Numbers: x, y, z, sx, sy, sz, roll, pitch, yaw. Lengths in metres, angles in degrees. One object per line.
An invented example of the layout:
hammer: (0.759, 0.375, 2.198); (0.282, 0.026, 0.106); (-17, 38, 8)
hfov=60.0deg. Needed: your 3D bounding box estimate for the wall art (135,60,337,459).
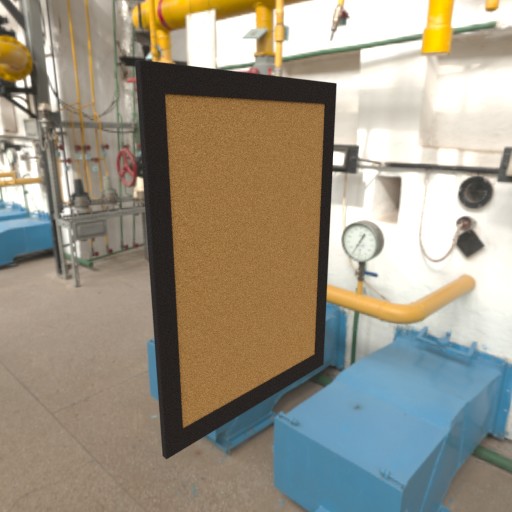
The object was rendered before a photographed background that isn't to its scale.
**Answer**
wall art: (0.000, 0.000, 0.693); (0.012, 0.529, 0.374); (15, 22, 43)
